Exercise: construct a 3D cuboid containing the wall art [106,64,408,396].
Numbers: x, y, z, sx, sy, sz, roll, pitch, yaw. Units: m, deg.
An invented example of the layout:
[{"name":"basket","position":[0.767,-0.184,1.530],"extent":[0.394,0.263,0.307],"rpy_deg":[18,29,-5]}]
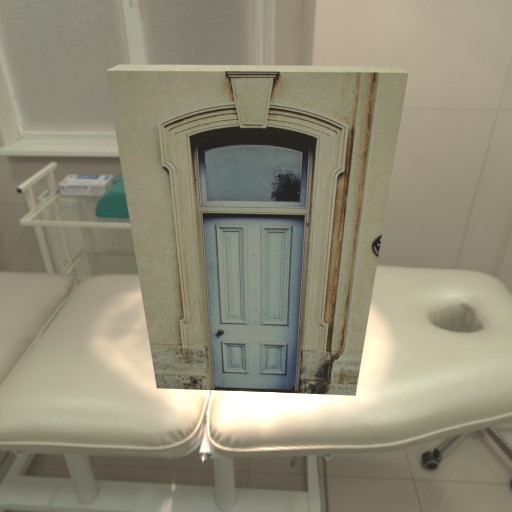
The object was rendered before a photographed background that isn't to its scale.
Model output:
[{"name":"wall art","position":[0.000,0.000,0.484],"extent":[0.254,0.381,0.038],"rpy_deg":[1,31,2]}]
